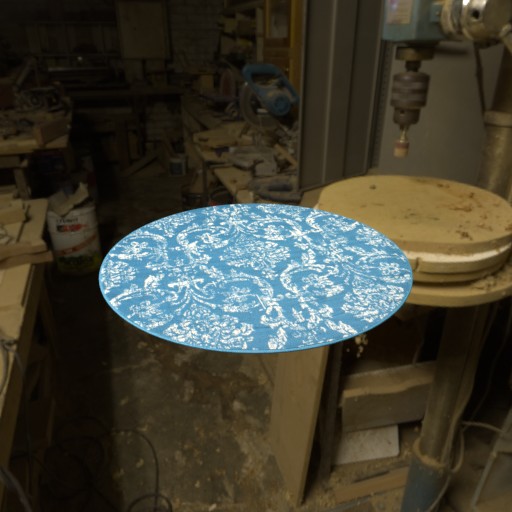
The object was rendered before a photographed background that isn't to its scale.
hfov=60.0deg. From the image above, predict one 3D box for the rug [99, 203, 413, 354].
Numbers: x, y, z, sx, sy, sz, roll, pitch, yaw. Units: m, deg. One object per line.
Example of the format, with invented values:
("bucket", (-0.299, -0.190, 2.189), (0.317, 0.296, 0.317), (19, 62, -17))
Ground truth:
("rug", (0.000, 0.000, 2.358), (1.593, 0.012, 1.593), (0, 27, 0))
